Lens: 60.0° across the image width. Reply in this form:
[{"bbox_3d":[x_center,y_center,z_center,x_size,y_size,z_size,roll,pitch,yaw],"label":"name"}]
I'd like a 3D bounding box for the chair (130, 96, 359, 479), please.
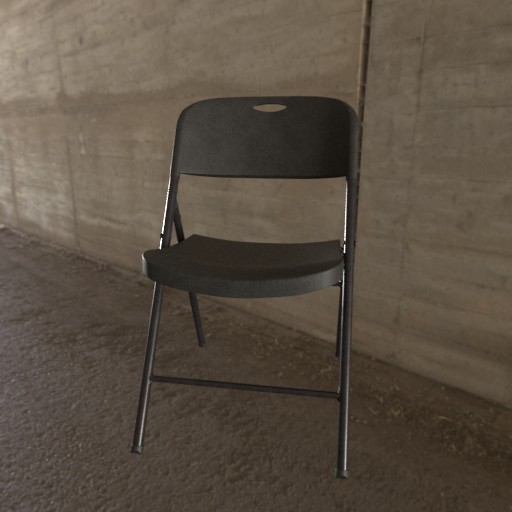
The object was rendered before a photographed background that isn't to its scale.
[{"bbox_3d":[0.000,0.000,1.132,0.494,0.810,0.566,3,16,9],"label":"chair"}]
